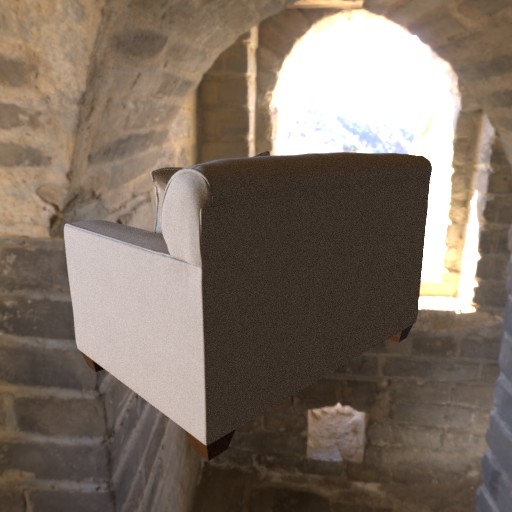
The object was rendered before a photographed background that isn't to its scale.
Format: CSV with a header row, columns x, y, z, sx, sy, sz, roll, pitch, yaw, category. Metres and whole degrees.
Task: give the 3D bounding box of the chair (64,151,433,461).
x,y,z,sx,sy,sz,roll,pitch,yaw,category
0.000,0.000,2.033,1.383,0.948,1.000,-14,20,-43,chair
